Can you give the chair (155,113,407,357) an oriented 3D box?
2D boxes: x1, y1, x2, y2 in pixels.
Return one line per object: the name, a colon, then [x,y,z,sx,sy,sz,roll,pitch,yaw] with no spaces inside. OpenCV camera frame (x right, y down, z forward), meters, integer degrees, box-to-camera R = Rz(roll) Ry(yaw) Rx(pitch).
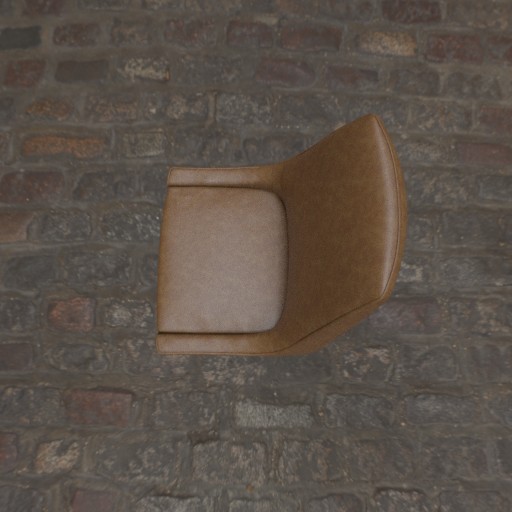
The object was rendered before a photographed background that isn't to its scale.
chair: [0.000,0.000,1.198,0.544,0.861,0.529,1,76,0]
